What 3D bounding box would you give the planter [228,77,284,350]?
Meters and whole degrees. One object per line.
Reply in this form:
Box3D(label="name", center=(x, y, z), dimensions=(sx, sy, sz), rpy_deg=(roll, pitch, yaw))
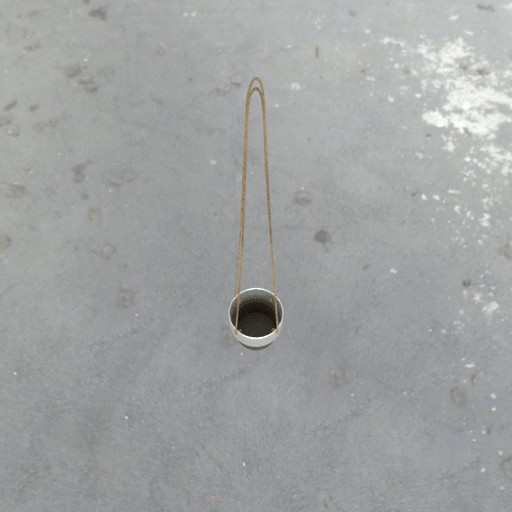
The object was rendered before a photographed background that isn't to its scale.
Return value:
Box3D(label="planter", center=(0.000, 0.000, 1.173), dimensions=(0.187, 1.073, 0.187), rpy_deg=(-1, 59, -1))
